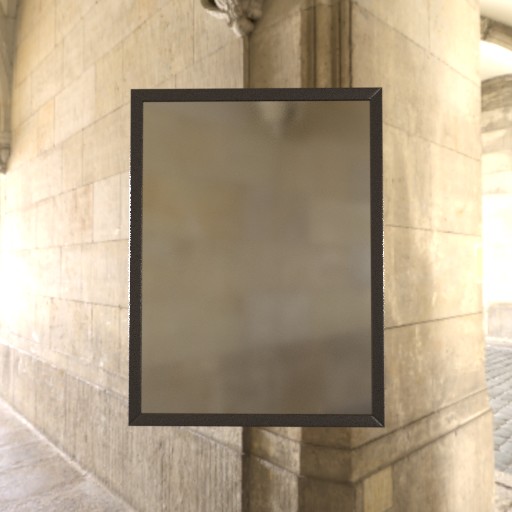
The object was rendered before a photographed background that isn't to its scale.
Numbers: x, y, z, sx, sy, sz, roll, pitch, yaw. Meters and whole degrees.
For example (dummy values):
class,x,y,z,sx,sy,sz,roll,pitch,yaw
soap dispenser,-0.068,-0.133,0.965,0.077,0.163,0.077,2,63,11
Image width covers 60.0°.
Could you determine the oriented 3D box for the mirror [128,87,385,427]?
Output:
class,x,y,z,sx,sy,sz,roll,pitch,yaw
mirror,0.000,0.000,1.349,0.762,1.016,0.040,0,-1,1
